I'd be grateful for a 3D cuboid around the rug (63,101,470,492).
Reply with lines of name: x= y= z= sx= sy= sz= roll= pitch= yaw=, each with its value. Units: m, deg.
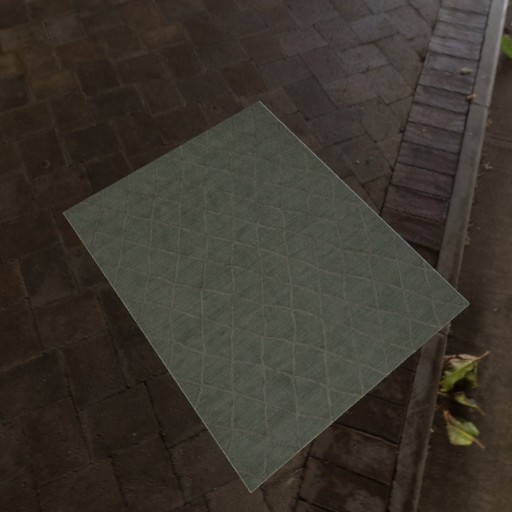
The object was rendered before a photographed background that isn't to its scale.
rug: x=0.000 y=0.000 z=4.116 sx=2.420 sy=0.019 sz=3.039 roll=-34 pitch=68 yaw=-16
